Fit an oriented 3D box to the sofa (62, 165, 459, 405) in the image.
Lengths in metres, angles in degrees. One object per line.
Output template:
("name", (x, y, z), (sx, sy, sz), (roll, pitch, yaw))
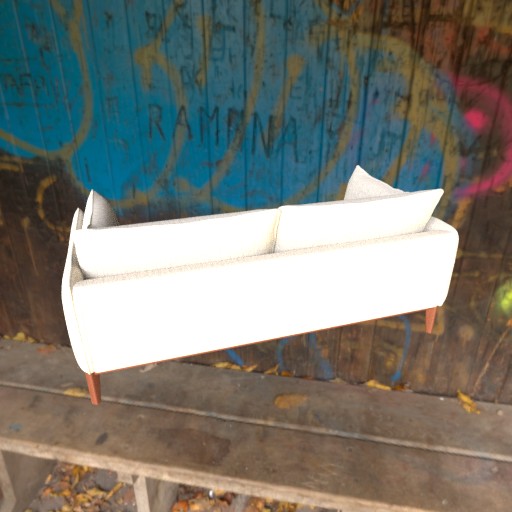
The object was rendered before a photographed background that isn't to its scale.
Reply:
("sofa", (0.000, 0.000, 2.538), (1.989, 0.860, 0.991), (-8, 28, -16))
